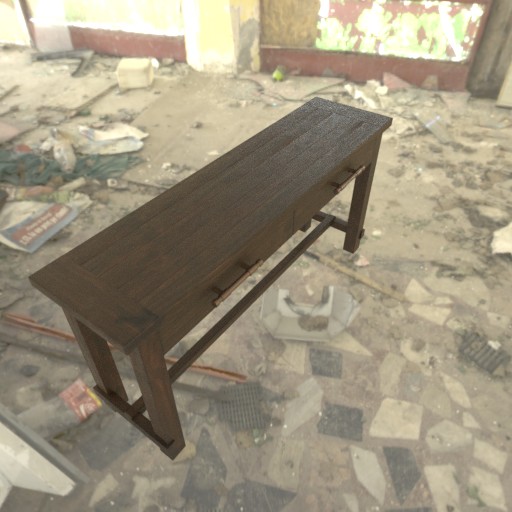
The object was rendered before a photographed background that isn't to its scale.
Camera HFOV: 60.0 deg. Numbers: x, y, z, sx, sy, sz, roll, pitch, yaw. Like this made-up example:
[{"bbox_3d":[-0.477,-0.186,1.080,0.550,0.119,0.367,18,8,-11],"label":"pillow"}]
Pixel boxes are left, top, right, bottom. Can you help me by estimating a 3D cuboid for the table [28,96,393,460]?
[{"bbox_3d":[0.000,0.000,1.899,0.442,0.762,1.599,26,48,26],"label":"table"}]
